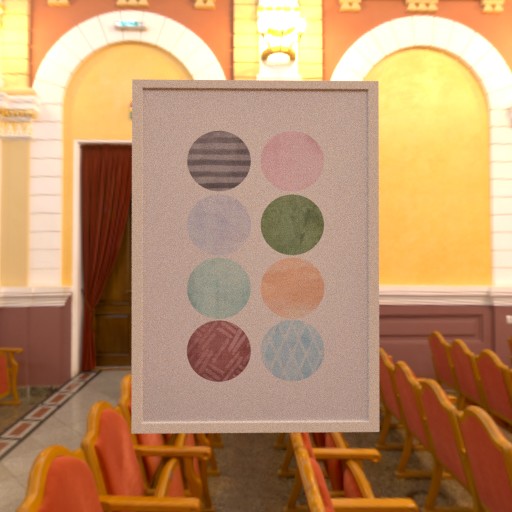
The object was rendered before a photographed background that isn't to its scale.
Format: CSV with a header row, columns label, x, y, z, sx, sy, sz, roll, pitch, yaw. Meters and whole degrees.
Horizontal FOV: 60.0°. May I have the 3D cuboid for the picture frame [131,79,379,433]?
label,x,y,z,sx,sy,sz,roll,pitch,yaw
picture frame,0.000,0.000,1.187,0.659,0.940,0.013,0,0,-1
